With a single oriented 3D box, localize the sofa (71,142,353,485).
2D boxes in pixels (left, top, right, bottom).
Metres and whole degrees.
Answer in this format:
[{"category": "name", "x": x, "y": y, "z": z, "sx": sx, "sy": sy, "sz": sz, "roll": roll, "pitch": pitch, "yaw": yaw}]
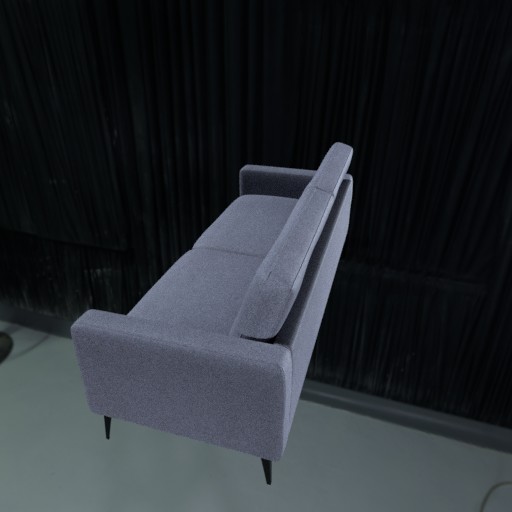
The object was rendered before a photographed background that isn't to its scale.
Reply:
[{"category": "sofa", "x": 0.000, "y": 0.000, "z": 2.297, "sx": 0.774, "sy": 0.828, "sz": 1.925, "roll": 8, "pitch": 30, "yaw": 15}]
